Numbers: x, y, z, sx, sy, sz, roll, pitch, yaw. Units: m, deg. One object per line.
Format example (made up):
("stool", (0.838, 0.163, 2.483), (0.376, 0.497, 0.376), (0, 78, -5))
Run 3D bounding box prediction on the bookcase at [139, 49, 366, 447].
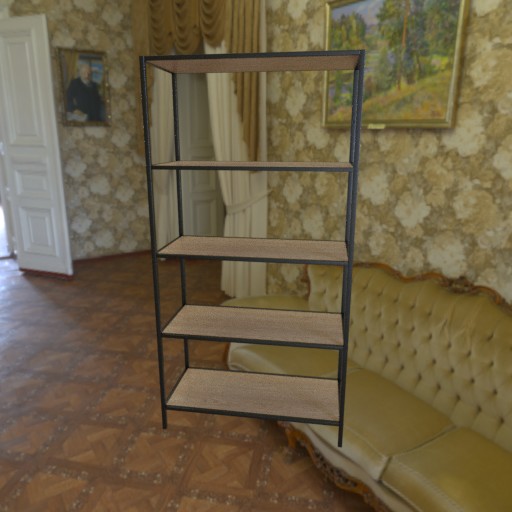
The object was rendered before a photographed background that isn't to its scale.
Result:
("bookcase", (0.000, 0.000, 1.844), (0.770, 1.500, 0.350), (2, 15, 9))
